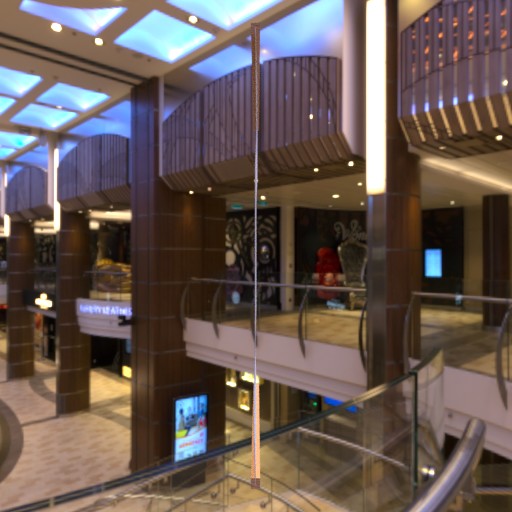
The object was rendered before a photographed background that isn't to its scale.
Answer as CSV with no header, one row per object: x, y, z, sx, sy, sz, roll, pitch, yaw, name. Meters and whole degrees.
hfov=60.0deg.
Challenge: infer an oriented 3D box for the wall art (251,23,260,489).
0.000,0.000,1.336,0.020,1.016,0.739,0,0,0,wall art
